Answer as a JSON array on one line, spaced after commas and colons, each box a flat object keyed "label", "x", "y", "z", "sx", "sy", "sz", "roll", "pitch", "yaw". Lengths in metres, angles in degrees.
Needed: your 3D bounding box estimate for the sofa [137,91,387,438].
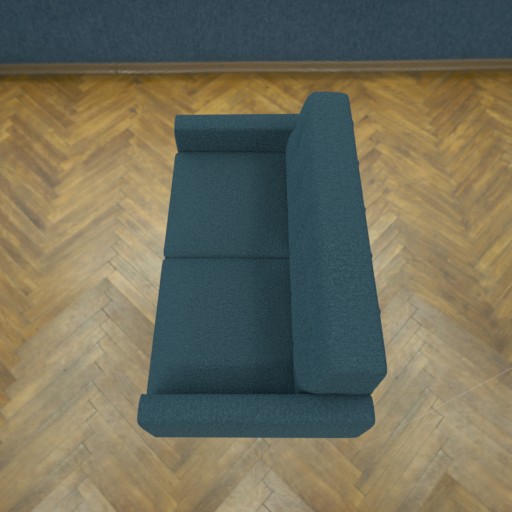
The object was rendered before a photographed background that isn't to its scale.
[{"label": "sofa", "x": 0.000, "y": 0.000, "z": 2.217, "sx": 0.942, "sy": 0.896, "sz": 1.651, "roll": 0, "pitch": 61, "yaw": 0}]
